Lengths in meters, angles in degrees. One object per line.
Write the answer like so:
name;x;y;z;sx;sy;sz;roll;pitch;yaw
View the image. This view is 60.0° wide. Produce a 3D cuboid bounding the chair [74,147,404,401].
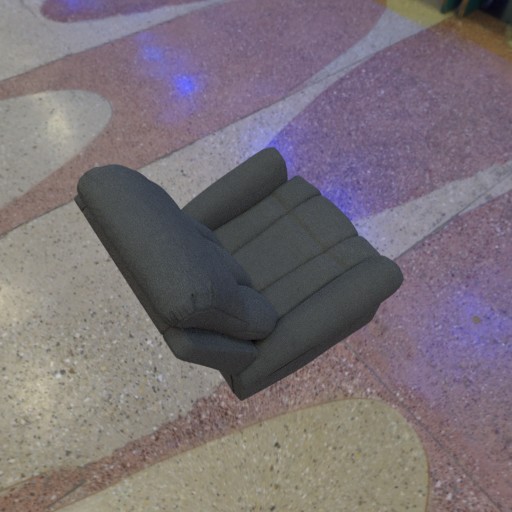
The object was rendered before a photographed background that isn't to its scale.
chair;0.000;0.000;1.752;0.979;1.031;0.871;-31;62;-18
